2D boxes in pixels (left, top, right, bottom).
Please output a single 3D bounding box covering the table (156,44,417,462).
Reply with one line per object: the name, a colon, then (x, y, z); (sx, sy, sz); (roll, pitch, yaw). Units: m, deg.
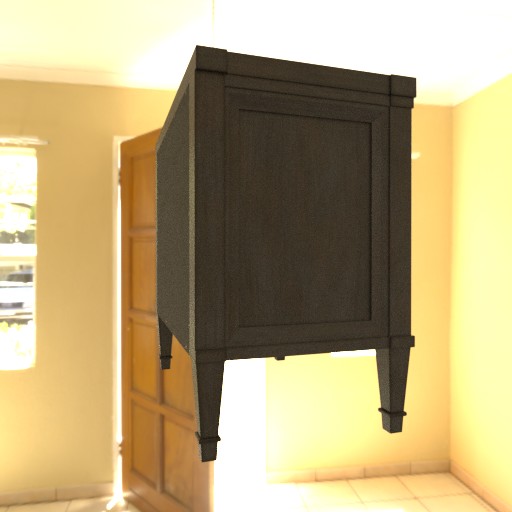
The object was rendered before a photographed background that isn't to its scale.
table: (0.000, 0.000, 1.067); (0.413, 0.660, 0.660); (0, 0, -18)
